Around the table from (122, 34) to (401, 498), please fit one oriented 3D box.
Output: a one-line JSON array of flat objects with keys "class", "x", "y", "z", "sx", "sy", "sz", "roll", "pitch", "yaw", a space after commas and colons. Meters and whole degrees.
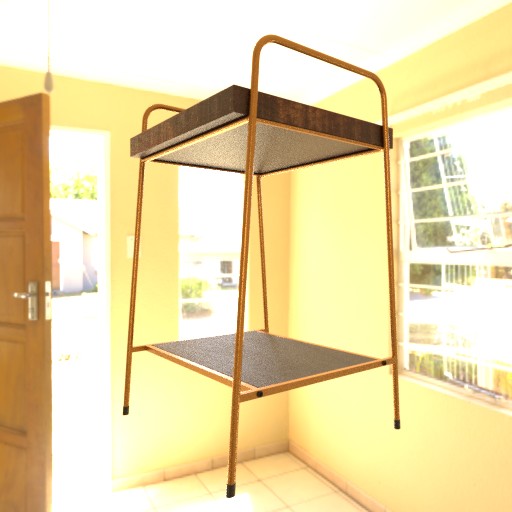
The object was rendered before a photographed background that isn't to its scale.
[{"class": "table", "x": 0.000, "y": 0.000, "z": 0.949, "sx": 0.430, "sy": 0.710, "sz": 0.430, "roll": 0, "pitch": 1, "yaw": -38}]
